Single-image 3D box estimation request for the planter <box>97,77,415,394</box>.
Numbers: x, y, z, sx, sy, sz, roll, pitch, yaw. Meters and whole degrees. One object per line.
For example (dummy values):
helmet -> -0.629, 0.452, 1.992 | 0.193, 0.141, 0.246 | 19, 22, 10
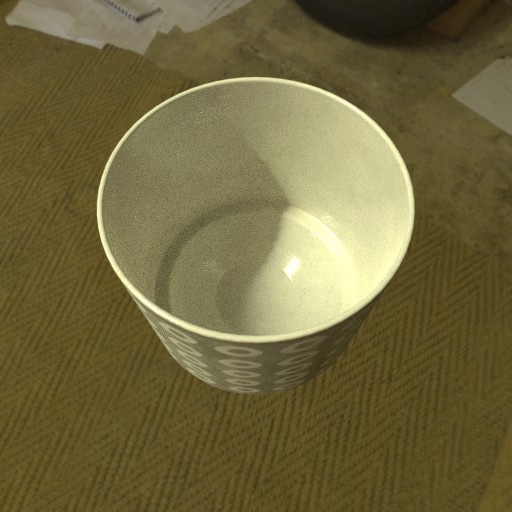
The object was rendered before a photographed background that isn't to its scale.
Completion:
planter -> 0.000, 0.000, 0.348 | 0.190, 0.181, 0.190 | 0, 63, 0
